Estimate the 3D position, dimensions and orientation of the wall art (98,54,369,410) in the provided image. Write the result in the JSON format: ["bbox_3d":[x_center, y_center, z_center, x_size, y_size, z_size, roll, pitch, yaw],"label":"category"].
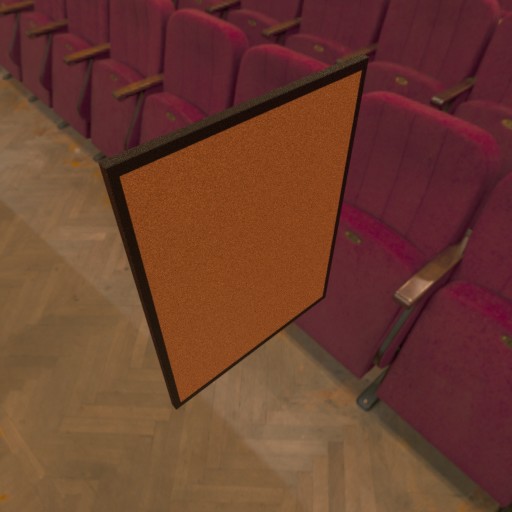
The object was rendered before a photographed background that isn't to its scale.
[{"bbox_3d":[0.000,0.000,1.385,0.774,1.027,0.030,-32,54,-27],"label":"wall art"}]
